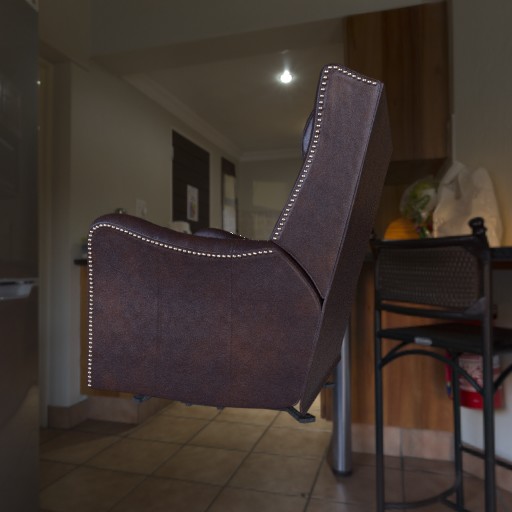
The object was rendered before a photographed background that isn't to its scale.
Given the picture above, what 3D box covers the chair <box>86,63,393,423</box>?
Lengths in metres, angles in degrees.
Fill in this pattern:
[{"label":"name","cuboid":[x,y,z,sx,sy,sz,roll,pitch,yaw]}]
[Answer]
[{"label":"chair","cuboid":[0.000,0.000,1.743,1.008,1.084,0.869,0,0,19]}]
